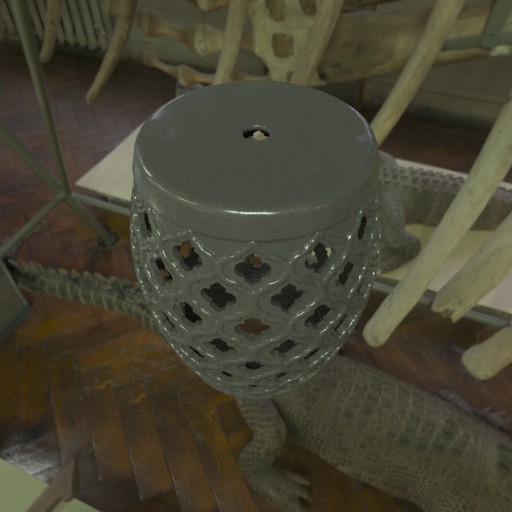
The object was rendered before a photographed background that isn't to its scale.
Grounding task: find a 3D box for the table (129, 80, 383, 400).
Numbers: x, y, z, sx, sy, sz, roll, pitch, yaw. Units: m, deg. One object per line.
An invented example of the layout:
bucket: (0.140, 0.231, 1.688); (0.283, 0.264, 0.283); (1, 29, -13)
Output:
table: (0.000, 0.000, 0.618); (0.325, 0.388, 0.325); (0, 47, 0)
